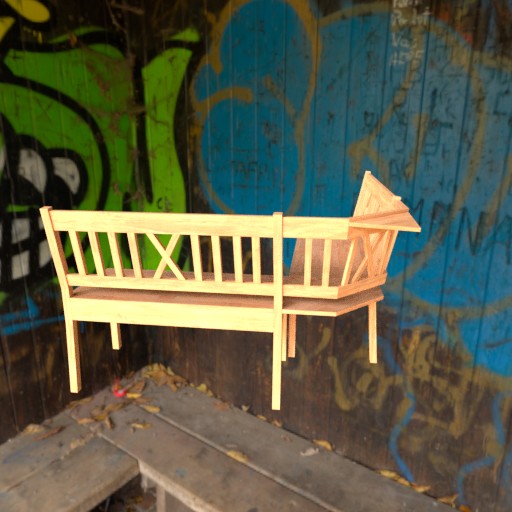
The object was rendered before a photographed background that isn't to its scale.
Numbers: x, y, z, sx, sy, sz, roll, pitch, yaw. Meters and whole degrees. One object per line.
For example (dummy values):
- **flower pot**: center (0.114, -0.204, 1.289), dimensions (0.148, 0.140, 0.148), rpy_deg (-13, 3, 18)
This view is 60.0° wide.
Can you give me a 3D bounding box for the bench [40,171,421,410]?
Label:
- **bench**: center (0.000, 0.000, 2.777), dimensions (1.537, 0.902, 1.937), rpy_deg (2, 16, 8)
